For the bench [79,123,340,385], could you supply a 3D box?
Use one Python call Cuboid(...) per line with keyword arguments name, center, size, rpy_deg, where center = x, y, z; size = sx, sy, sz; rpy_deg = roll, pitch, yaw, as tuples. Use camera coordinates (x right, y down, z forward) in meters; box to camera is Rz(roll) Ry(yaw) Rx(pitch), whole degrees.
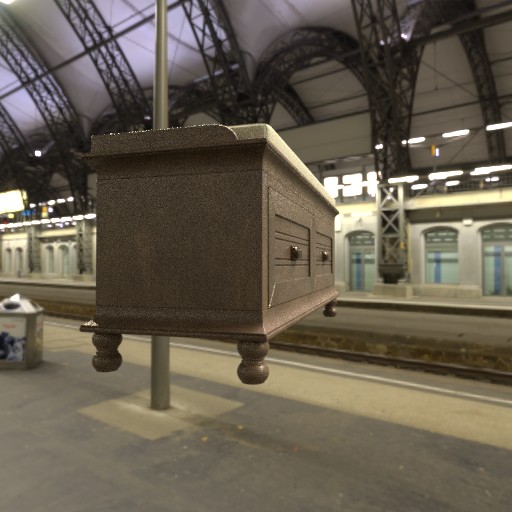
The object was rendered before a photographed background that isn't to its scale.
Cuboid(name="bench", center=(0.000, 0.000, 1.425), size=(0.402, 0.501, 1.185), rpy_deg=(0, -1, 17))
